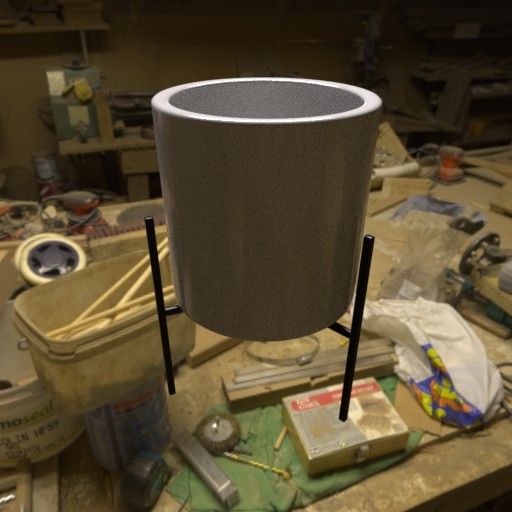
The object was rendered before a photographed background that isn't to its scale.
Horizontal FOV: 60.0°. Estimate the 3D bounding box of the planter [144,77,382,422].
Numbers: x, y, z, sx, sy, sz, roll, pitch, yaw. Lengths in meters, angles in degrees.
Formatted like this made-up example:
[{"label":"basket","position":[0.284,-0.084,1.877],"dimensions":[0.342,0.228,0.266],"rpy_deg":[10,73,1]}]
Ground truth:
[{"label":"planter","position":[0.000,0.000,0.513],"dimensions":[0.239,0.356,0.239],"rpy_deg":[-11,32,-18]}]
